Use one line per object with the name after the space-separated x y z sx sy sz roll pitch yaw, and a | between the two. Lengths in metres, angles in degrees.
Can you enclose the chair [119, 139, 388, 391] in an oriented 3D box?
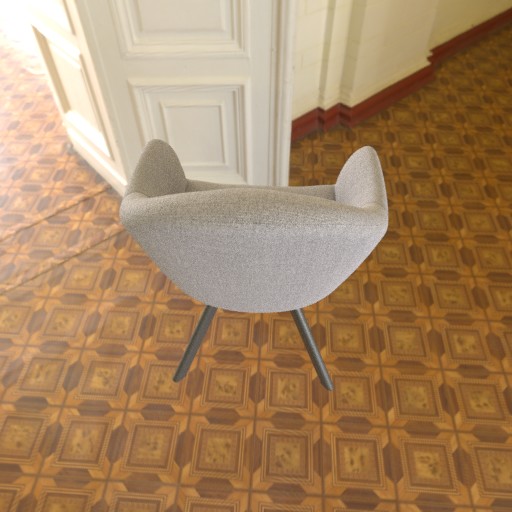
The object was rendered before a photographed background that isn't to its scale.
0.000 0.000 1.165 0.590 0.795 0.550 2 49 2 | chair
